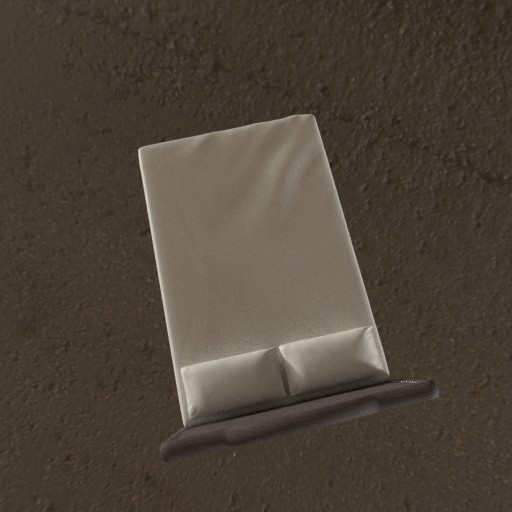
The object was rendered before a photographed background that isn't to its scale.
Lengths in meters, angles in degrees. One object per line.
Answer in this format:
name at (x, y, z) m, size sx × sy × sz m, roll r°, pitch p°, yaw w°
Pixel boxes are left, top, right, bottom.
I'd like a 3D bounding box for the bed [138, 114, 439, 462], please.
bed at (0.000, 0.000, 3.506) m, size 1.741 × 1.441 × 2.507 m, roll -12°, pitch 75°, yaw -3°
